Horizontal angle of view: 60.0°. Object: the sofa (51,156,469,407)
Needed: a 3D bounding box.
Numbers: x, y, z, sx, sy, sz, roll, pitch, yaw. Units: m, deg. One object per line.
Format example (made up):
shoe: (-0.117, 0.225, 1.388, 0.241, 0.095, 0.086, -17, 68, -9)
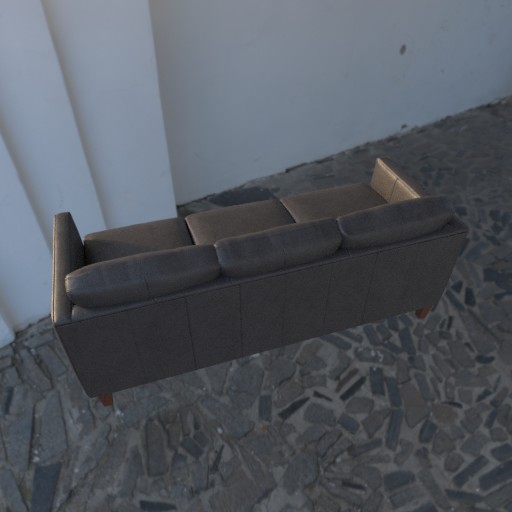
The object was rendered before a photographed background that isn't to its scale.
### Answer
sofa: (0.000, 0.000, 3.013, 2.464, 1.006, 1.045, -12, 43, -14)
